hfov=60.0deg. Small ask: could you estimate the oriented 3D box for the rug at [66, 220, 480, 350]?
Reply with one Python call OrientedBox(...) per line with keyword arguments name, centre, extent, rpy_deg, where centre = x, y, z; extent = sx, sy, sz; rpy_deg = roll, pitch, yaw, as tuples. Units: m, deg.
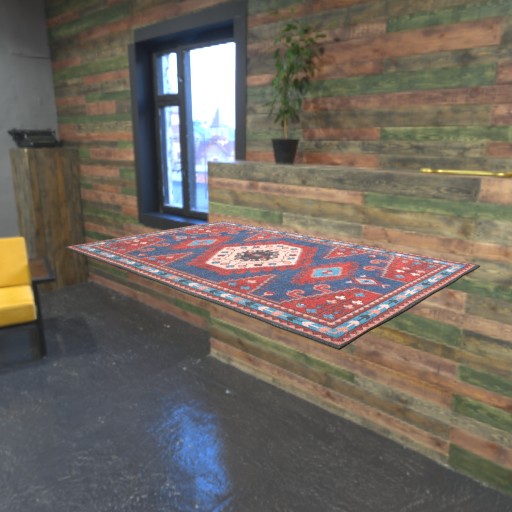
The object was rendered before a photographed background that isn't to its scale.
OrientedBox(name="rug", centre=(0.000, 0.000, 2.302), extent=(1.820, 0.012, 1.207), rpy_deg=(14, 20, 42))
